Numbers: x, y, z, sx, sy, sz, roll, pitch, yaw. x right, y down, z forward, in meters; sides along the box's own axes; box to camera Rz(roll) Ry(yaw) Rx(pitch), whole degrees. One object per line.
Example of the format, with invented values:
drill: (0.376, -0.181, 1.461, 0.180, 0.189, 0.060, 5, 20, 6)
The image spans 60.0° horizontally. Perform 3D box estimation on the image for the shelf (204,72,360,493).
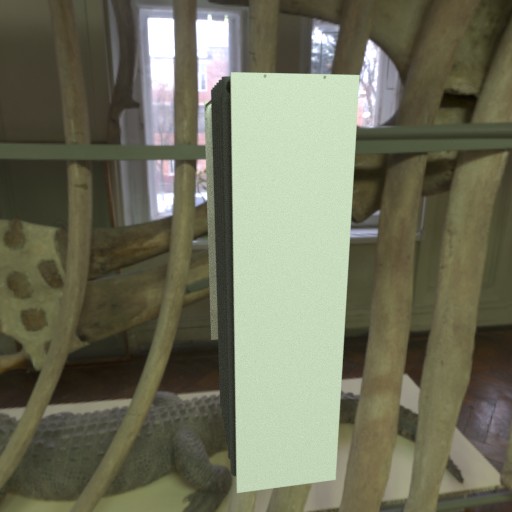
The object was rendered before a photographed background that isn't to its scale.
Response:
shelf: (0.000, 0.000, 2.596, 0.500, 1.810, 1.600, -3, 16, -9)
